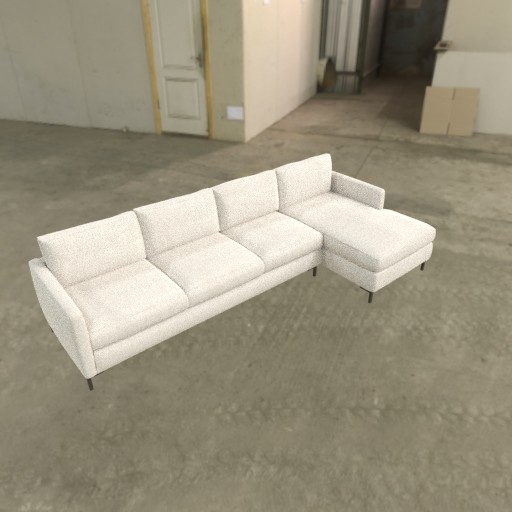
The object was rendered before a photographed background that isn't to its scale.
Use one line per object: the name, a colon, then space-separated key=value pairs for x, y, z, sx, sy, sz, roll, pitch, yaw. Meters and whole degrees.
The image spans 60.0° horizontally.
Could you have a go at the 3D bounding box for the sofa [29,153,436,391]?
sofa: x=0.000 y=0.000 z=2.852 sx=2.445 sy=0.677 sz=1.126 roll=-23 pitch=38 yaw=-33
